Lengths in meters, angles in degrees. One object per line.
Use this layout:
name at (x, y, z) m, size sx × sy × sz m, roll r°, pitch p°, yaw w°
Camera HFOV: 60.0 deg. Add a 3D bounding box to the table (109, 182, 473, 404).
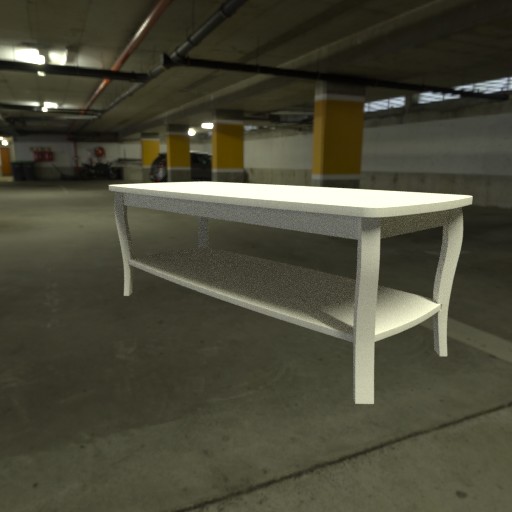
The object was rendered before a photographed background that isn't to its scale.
table at (0.000, 0.000, 1.594) m, size 0.561 × 0.474 × 1.334 m, roll -11°, pitch 16°, yaw -42°
